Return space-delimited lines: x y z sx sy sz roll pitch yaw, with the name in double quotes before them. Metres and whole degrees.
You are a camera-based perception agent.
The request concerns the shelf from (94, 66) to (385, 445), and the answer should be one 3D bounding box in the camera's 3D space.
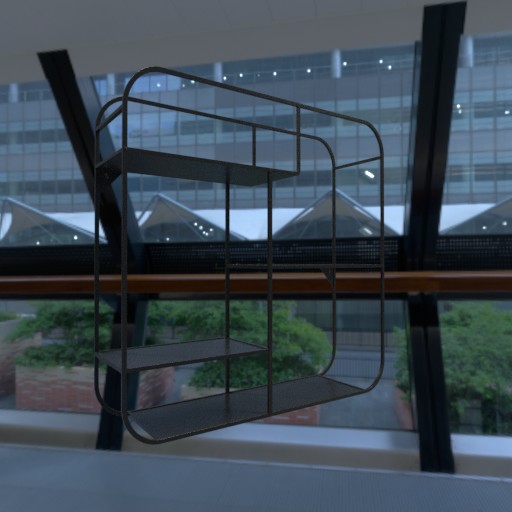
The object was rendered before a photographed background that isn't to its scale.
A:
"shelf" 0.000 0.000 0.906 0.600 0.600 0.160 0 -1 -35
